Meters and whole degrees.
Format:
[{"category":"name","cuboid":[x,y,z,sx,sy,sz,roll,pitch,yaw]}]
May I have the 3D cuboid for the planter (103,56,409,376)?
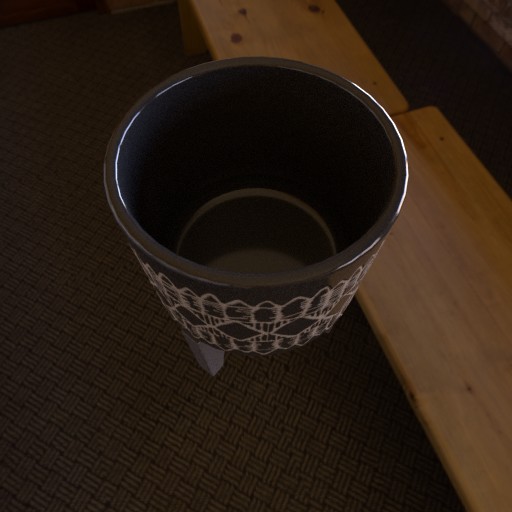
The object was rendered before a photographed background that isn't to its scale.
[{"category":"planter","cuboid":[0.000,0.000,0.264,0.129,0.177,0.129,0,60,0]}]
